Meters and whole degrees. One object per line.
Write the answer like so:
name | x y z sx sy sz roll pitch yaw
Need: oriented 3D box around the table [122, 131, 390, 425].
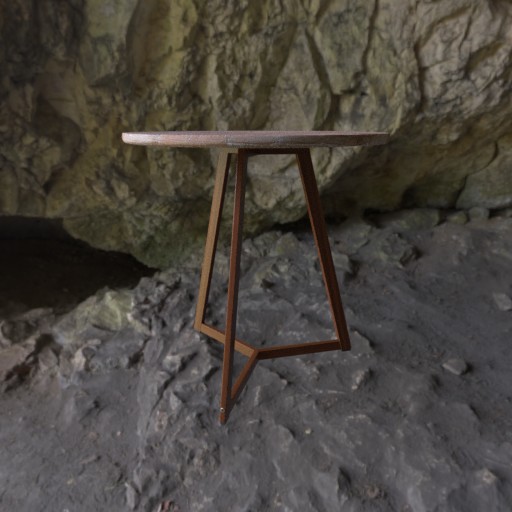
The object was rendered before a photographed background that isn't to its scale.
table | 0.000 0.000 0.930 0.500 0.500 0.500 0 16 0
